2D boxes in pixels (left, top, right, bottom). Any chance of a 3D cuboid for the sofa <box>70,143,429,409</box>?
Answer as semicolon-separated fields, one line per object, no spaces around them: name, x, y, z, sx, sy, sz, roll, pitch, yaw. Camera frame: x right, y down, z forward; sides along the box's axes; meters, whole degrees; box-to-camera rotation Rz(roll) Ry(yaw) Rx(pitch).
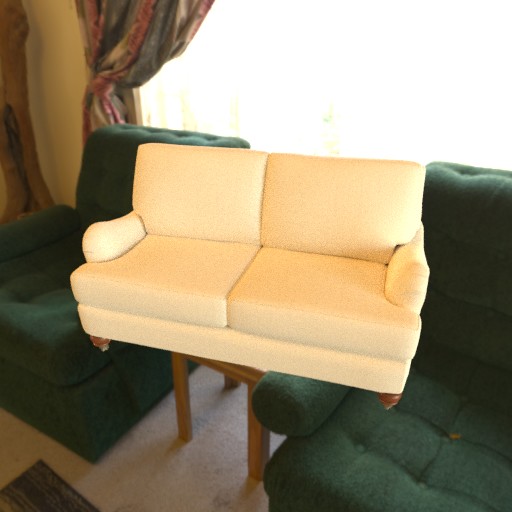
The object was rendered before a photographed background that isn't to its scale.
sofa;0.000;0.000;2.590;1.853;1.101;1.084;7;27;15
